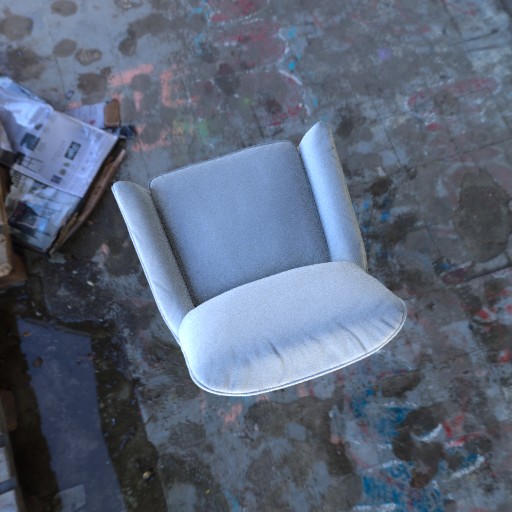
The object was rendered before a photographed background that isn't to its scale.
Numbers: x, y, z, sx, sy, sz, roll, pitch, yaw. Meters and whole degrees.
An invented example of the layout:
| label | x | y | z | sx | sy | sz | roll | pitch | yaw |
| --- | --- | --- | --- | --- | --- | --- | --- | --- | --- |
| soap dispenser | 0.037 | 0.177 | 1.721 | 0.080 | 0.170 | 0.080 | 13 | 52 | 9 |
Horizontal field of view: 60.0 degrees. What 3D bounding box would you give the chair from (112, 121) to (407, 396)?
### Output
| label | x | y | z | sx | sy | sz | roll | pitch | yaw |
| --- | --- | --- | --- | --- | --- | --- | --- | --- | --- |
| chair | 0.000 | 0.000 | 1.478 | 0.787 | 0.888 | 0.822 | -18 | 75 | -5 |
